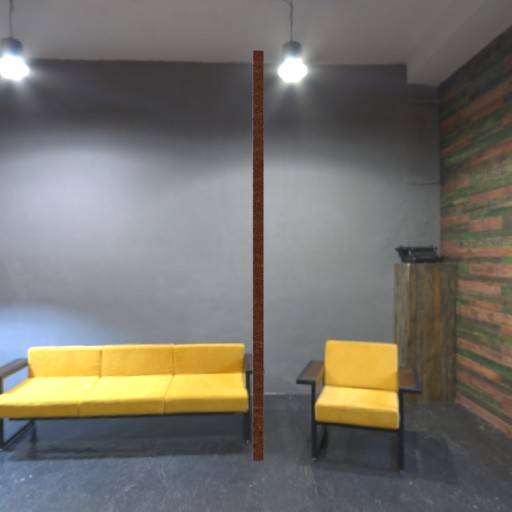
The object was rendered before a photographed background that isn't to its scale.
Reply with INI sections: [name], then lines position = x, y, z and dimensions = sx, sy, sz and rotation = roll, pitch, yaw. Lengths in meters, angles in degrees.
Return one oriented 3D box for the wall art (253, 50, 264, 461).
[wall art]
position = 0.000, 0.000, 1.347
dimensions = 0.020, 0.761, 1.056
rotation = 0, 0, 0
